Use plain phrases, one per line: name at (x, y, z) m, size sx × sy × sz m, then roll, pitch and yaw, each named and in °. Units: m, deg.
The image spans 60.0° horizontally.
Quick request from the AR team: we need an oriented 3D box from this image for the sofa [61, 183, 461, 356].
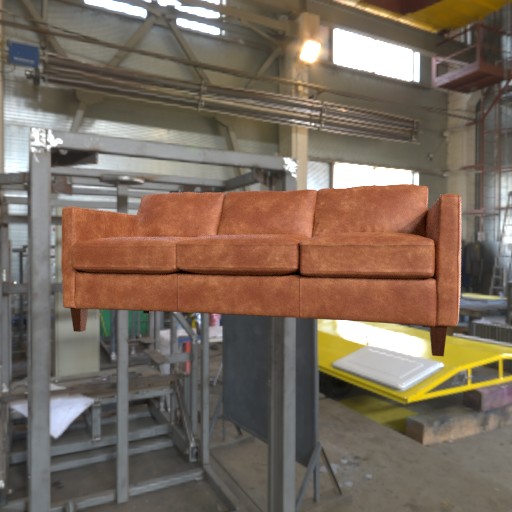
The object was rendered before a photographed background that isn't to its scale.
sofa at (0.000, 0.000, 3.009) m, size 2.464 × 1.006 × 1.045 m, roll 0°, pitch 1°, yaw 17°
